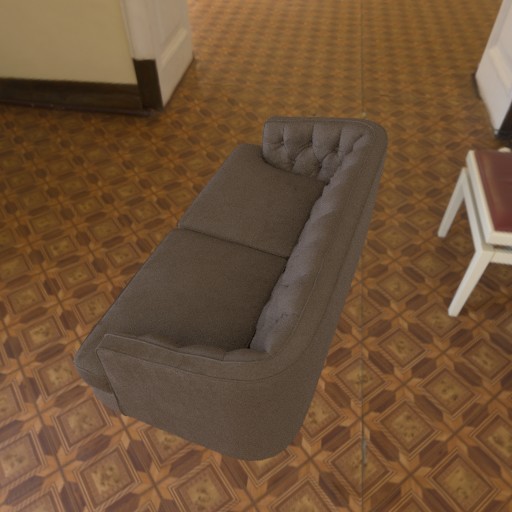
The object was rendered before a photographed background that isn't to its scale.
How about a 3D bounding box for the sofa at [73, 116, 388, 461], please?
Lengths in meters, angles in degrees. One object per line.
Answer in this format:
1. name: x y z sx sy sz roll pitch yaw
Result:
1. sofa: 0.000 0.000 2.207 0.941 0.855 1.733 17 49 15
